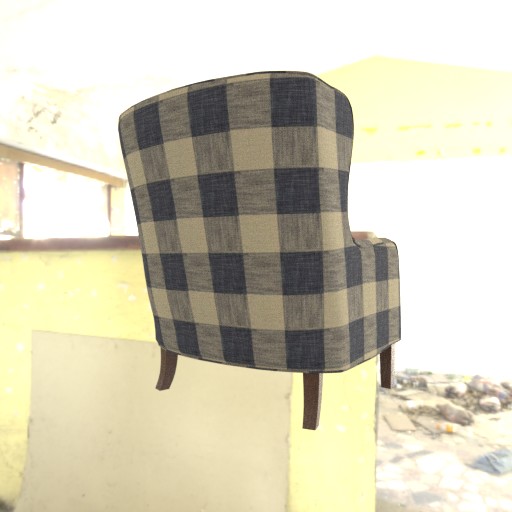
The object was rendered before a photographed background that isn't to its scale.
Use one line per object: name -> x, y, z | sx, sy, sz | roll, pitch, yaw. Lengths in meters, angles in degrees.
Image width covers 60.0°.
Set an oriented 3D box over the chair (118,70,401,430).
chair -> 0.000, 0.000, 1.680 | 0.830, 1.041, 0.889 | 0, 0, 37
